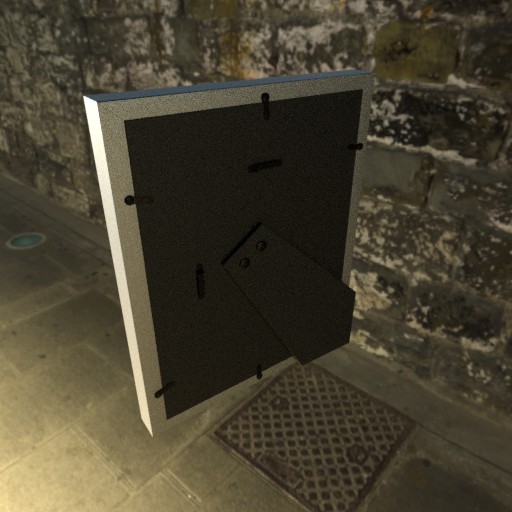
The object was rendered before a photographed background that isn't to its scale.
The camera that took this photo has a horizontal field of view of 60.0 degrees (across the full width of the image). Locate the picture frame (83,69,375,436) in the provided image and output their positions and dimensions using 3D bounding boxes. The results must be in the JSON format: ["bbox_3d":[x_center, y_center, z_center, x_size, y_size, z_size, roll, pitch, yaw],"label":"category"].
[{"bbox_3d":[0.000,0.000,0.384,0.233,0.282,0.036,-19,34,-30],"label":"picture frame"}]
